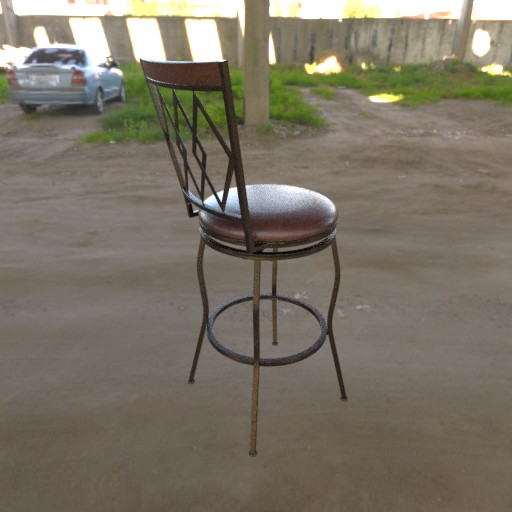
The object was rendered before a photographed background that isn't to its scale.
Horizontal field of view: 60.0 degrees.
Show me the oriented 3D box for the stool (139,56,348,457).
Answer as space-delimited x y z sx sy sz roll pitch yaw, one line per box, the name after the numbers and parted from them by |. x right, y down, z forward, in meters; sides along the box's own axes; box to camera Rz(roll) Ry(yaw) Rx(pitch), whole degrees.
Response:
0.000 0.000 1.380 0.521 1.134 0.432 -17 31 -32 | stool
